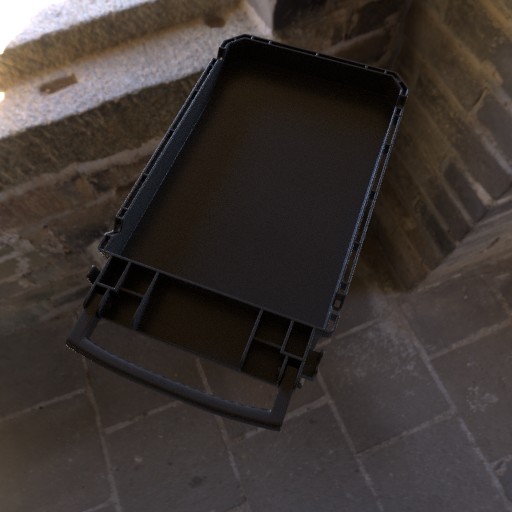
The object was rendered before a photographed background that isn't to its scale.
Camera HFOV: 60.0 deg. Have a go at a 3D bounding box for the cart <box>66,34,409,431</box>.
[{"bbox_3d":[0.000,0.000,1.691,0.674,0.884,1.239,19,65,9],"label":"cart"}]
